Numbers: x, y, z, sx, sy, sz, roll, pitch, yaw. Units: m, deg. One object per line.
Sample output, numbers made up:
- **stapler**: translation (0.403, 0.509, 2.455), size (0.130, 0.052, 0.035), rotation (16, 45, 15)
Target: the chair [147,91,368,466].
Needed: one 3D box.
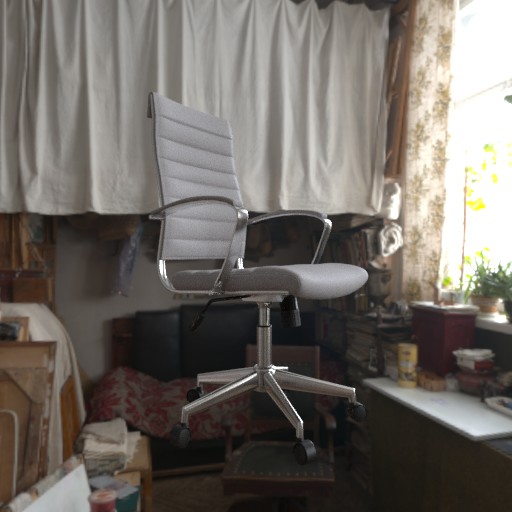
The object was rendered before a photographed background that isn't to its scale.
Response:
- **chair**: translation (0.000, 0.000, 1.556), size (0.667, 1.149, 0.679), rotation (0, 1, 35)
